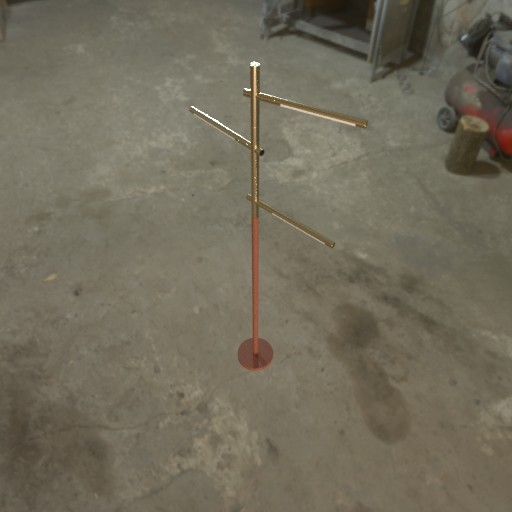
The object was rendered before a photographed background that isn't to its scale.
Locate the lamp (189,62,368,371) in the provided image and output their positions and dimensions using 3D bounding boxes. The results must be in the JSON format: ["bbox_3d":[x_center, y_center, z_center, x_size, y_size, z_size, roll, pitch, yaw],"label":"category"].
[{"bbox_3d":[0.000,0.000,1.969,0.737,1.704,0.209,26,52,22],"label":"lamp"}]
